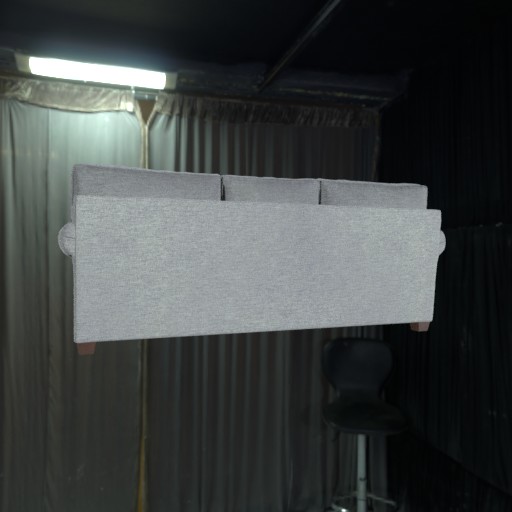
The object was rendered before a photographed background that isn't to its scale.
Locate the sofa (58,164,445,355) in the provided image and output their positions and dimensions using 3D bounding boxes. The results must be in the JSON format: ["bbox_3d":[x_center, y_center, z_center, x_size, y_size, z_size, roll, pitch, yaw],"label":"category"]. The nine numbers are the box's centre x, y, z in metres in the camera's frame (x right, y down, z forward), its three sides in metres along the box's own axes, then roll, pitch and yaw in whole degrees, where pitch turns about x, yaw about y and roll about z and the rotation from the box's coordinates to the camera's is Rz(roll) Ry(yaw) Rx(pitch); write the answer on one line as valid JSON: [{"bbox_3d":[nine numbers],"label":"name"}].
[{"bbox_3d":[0.000,0.000,2.874,2.312,0.975,0.965,0,0,-19],"label":"sofa"}]
